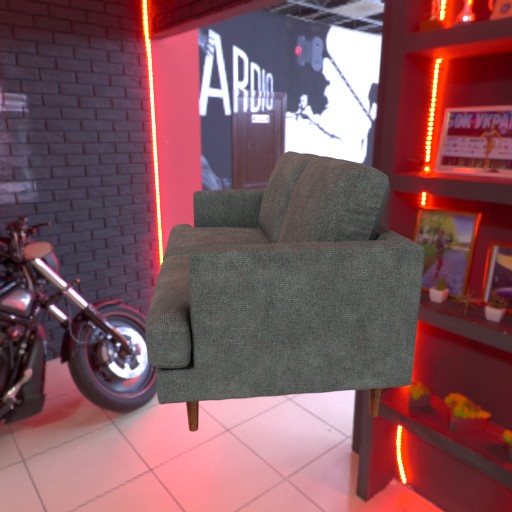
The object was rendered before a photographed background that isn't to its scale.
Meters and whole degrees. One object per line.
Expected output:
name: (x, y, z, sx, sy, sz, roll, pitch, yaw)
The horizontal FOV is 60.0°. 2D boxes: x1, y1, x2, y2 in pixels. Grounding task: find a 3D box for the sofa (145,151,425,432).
sofa: (0.000, 0.000, 2.145, 0.903, 0.956, 1.582, -2, 15, -7)
